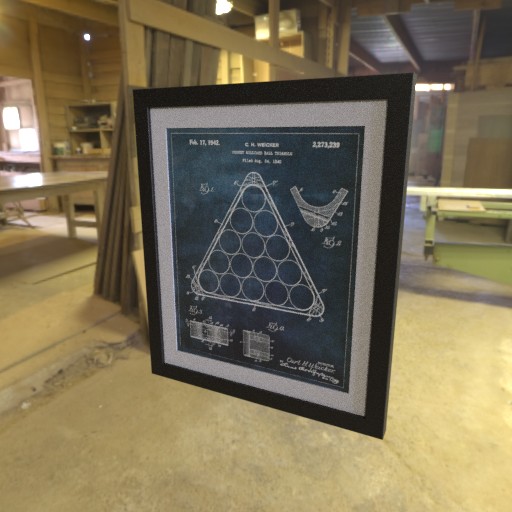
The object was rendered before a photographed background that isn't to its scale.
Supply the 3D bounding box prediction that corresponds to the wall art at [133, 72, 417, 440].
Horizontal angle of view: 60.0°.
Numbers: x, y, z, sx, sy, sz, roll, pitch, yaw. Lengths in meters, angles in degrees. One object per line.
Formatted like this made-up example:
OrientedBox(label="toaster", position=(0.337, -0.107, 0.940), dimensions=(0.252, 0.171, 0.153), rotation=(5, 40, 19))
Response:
OrientedBox(label="wall art", position=(0.000, 0.000, 0.696), dimensions=(0.432, 0.508, 0.025), rotation=(7, 17, 26))
